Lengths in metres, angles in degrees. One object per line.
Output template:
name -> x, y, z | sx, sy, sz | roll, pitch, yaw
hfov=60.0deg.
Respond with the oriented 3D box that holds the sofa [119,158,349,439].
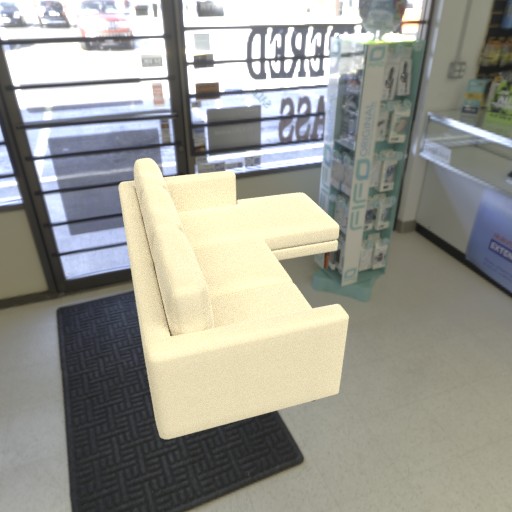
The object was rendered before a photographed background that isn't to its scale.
sofa -> 0.000, 0.000, 2.906 | 1.580, 0.899, 2.029 | -9, 32, -15
